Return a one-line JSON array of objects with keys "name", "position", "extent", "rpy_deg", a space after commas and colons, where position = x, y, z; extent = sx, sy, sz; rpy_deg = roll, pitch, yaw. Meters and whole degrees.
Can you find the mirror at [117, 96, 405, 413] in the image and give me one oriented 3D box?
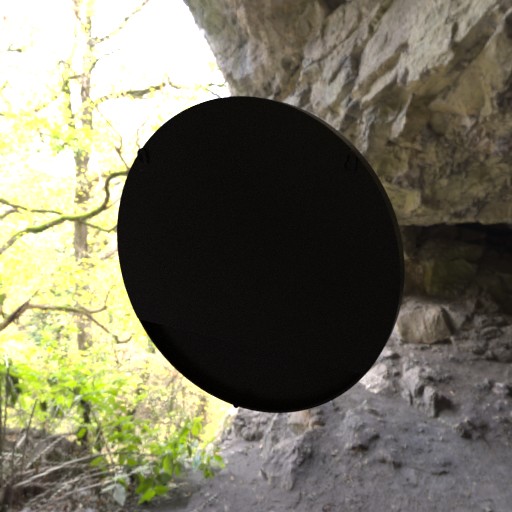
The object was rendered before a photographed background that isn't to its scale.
[{"name": "mirror", "position": [0.000, 0.000, 0.685], "extent": [0.457, 0.457, 0.133], "rpy_deg": [8, 17, 27]}]
